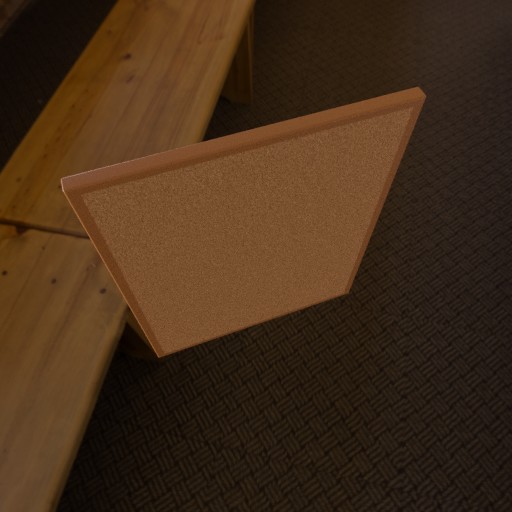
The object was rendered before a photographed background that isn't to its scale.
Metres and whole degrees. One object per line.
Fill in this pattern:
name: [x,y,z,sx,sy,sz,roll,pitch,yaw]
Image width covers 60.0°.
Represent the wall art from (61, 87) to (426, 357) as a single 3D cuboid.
wall art: [0.000,0.000,0.521,0.310,0.379,0.015,-17,60,-10]
